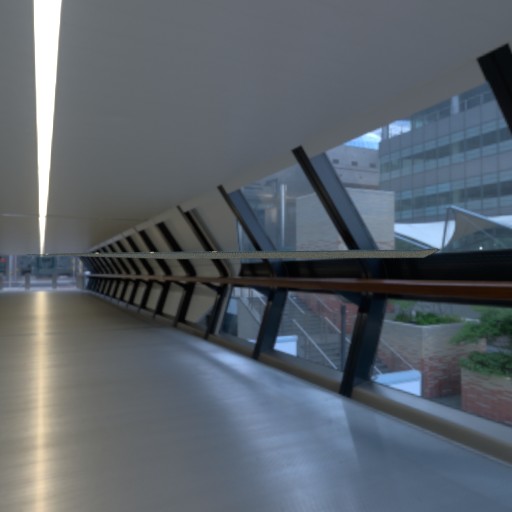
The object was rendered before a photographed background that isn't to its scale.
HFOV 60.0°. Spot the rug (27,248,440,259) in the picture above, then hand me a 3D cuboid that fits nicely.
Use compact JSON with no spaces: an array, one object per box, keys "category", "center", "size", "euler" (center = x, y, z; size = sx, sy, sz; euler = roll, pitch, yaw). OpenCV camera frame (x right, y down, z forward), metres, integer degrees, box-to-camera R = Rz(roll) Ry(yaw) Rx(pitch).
[{"category":"rug","center":[0.000,0.000,3.917],"size":[2.867,0.020,2.277],"euler":[0,-1,19]}]
